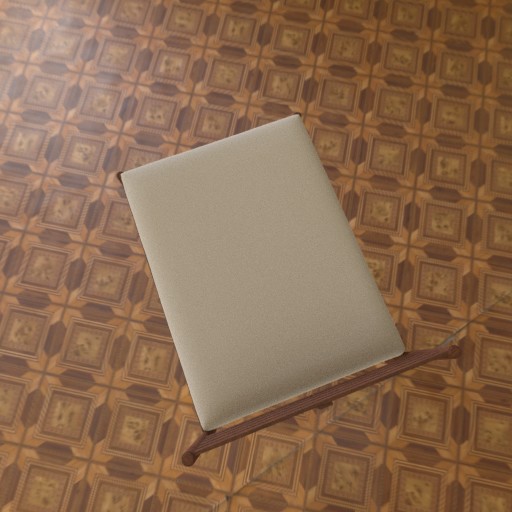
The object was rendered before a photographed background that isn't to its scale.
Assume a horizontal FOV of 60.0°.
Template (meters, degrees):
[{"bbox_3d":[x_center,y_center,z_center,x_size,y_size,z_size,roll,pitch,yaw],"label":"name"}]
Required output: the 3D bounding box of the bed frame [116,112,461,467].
[{"bbox_3d":[0.000,0.000,3.312,1.655,1.321,2.234,-20,76,-5],"label":"bed frame"}]
